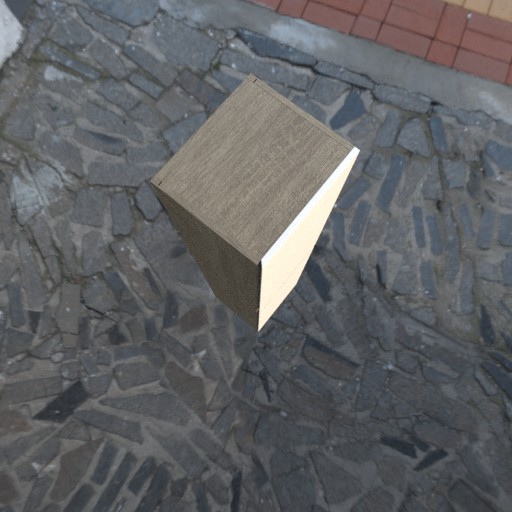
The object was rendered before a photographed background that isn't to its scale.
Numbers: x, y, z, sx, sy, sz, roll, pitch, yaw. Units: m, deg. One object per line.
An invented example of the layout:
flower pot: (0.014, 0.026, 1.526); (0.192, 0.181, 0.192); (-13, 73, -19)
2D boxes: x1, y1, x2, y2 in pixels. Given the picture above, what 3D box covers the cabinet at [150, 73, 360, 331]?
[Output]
cabinet: (0.000, 0.000, 1.519); (0.270, 1.400, 0.300); (38, 79, 9)
